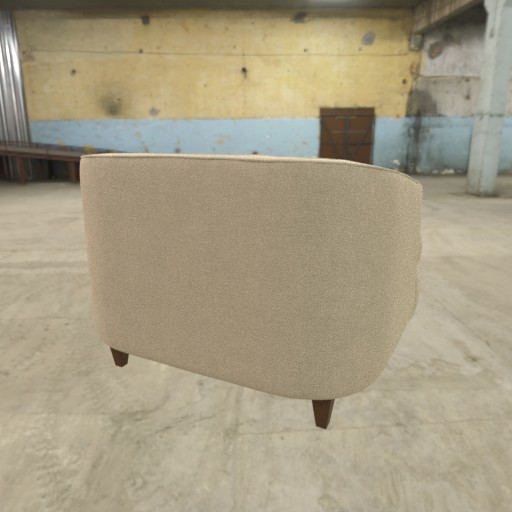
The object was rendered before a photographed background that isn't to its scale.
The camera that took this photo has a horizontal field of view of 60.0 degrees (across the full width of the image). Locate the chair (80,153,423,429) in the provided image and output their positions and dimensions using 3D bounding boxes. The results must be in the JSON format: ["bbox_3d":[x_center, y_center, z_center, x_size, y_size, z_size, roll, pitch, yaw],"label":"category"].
[{"bbox_3d":[0.000,0.000,1.688,1.118,0.787,0.914,8,17,26],"label":"chair"}]
